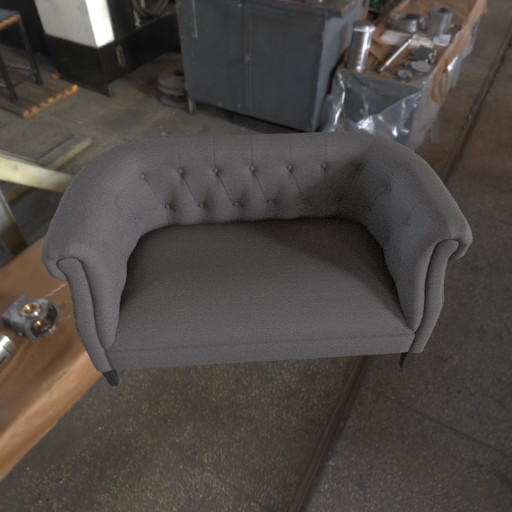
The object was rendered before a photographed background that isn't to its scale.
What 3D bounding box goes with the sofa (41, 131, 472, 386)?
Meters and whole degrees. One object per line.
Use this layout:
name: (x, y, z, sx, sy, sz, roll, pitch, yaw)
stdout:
sofa: (0.000, 0.000, 2.013, 1.558, 0.827, 0.835, -3, 46, -3)
